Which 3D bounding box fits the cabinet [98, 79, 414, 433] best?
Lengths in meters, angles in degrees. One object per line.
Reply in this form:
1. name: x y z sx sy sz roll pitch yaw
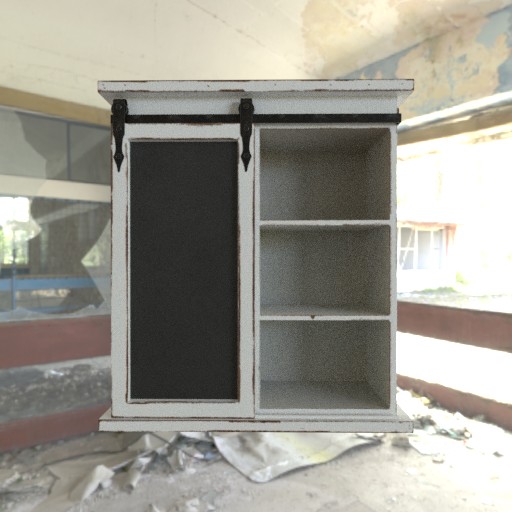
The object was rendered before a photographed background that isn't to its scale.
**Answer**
1. cabinet: 0.000 0.000 0.863 0.541 0.603 0.210 0 0 1
